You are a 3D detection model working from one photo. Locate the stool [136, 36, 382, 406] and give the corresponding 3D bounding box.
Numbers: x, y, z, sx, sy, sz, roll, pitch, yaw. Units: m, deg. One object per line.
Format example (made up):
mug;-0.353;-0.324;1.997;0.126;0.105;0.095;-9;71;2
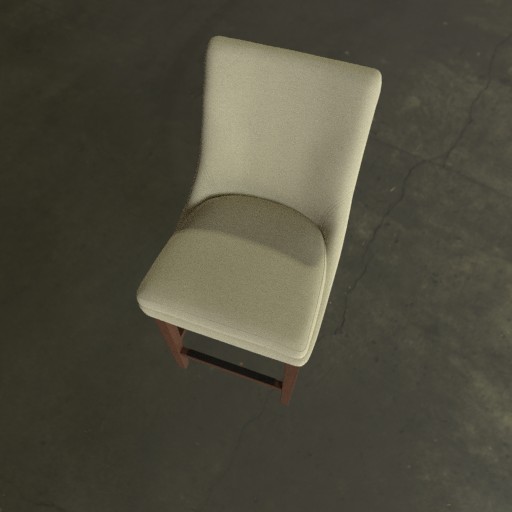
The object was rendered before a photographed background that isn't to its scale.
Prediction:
stool;0.000;0.000;1.295;0.470;0.981;0.577;17;60;10
